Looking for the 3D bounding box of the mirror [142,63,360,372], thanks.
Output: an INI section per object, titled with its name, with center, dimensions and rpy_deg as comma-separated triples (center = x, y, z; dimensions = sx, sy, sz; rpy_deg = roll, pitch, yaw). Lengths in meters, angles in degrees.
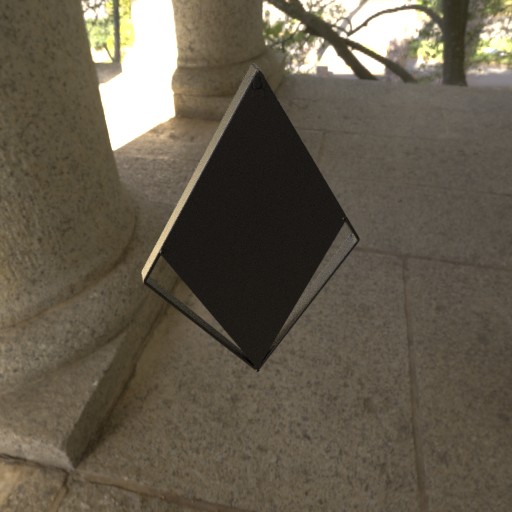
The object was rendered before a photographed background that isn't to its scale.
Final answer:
[mirror]
center = 0.000, 0.000, 0.829
dimensions = 0.419, 0.679, 0.032
rpy_deg = -11, 40, -13
